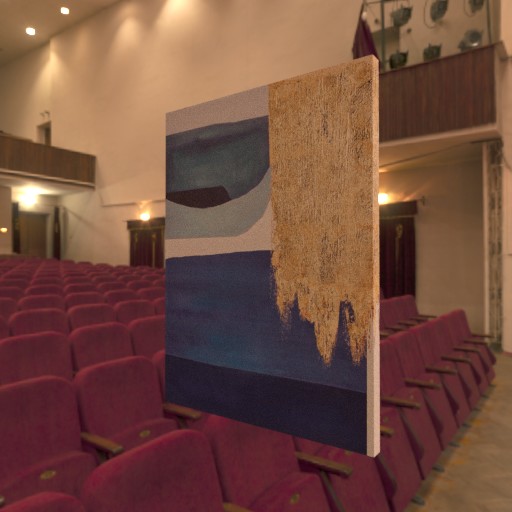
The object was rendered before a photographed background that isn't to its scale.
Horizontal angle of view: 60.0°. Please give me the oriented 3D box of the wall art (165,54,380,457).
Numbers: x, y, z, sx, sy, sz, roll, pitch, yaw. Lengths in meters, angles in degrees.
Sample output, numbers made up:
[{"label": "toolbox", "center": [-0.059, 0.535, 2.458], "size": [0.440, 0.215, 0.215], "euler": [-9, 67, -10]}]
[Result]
[{"label": "wall art", "center": [0.000, 0.000, 0.818], "size": [0.458, 0.613, 0.026], "euler": [-1, -1, 36]}]
